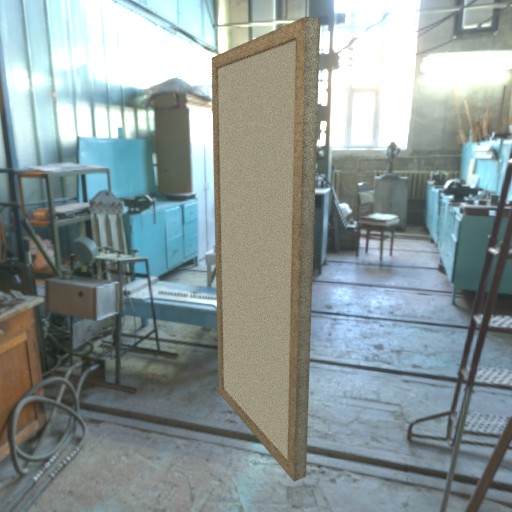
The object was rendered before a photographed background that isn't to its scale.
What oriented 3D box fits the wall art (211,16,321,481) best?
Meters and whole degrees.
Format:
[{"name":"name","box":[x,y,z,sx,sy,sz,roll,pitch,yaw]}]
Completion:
[{"name":"wall art","box":[0.000,0.000,1.643,0.051,1.461,0.648,-7,16,-27]}]
